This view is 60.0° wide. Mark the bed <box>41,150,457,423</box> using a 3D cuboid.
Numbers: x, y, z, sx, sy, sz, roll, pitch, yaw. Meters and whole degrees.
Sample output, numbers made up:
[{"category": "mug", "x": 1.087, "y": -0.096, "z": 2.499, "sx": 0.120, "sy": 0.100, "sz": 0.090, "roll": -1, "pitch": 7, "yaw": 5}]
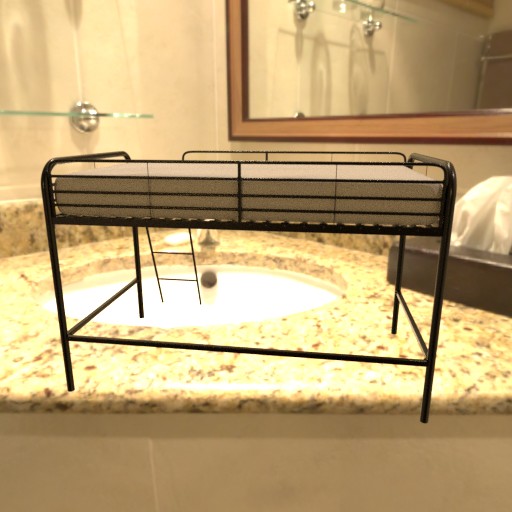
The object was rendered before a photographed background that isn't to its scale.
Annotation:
[{"category": "bed", "x": 0.000, "y": 0.000, "z": 2.856, "sx": 1.968, "sy": 1.289, "sz": 1.393, "roll": 2, "pitch": 16, "yaw": 8}]
